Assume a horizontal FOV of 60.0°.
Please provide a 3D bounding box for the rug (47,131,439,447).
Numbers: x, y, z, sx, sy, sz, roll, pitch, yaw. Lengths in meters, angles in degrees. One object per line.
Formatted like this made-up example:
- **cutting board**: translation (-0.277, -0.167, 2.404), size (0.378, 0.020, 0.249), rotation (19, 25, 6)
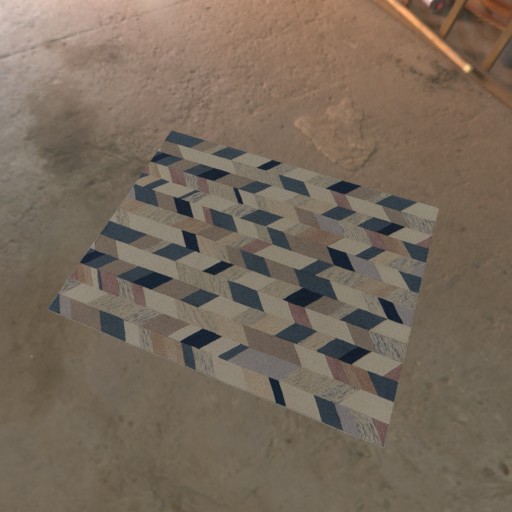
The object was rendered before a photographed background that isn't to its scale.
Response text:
- **rug**: translation (0.000, 0.000, 4.252), size (3.072, 0.011, 2.451), rotation (19, 61, 11)
